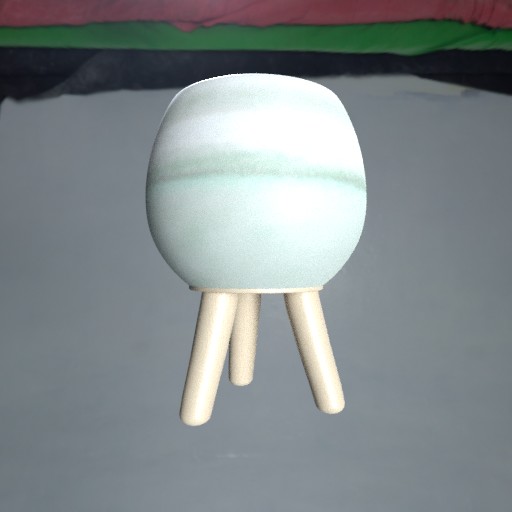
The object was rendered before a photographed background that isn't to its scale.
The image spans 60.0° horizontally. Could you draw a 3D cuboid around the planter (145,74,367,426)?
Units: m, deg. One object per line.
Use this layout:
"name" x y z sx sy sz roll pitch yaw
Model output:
"planter" 0.000 0.000 0.333 0.161 0.224 0.161 0 -1 0
